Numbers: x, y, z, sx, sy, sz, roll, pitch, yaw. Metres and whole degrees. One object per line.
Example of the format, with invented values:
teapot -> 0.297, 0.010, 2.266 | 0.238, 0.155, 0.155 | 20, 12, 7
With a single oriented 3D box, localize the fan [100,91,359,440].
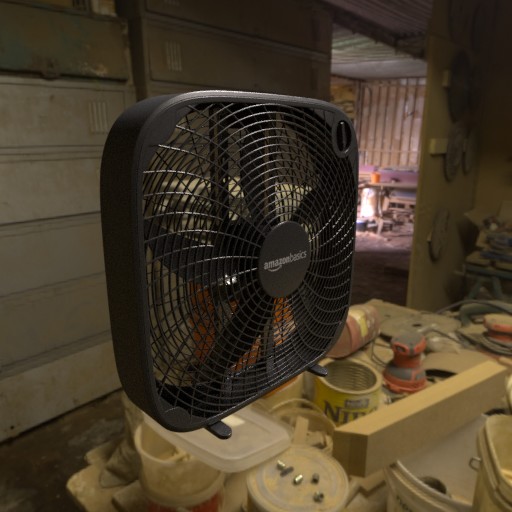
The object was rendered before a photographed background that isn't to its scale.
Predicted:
fan -> 0.000, 0.000, 0.783 | 0.142, 0.533, 0.526 | 14, 21, 42
